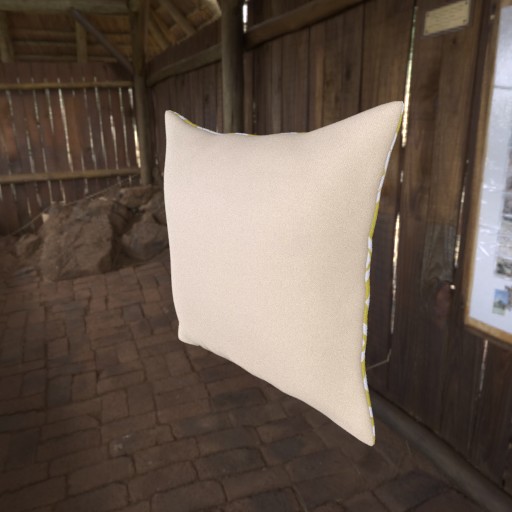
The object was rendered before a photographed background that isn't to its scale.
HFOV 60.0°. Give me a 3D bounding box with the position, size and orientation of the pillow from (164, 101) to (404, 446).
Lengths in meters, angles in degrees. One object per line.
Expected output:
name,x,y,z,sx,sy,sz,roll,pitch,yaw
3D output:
pillow,0.000,0.000,0.771,0.188,0.494,0.504,-15,22,-42
